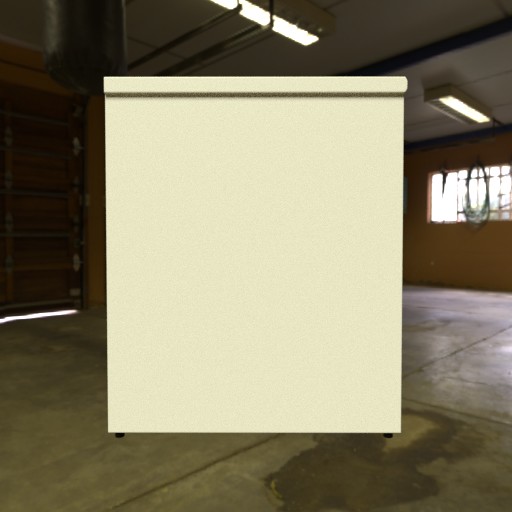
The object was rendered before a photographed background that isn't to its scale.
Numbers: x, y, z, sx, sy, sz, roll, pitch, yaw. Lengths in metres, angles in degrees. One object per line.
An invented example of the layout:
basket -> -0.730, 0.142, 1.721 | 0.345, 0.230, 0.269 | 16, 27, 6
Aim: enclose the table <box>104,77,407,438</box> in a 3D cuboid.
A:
table -> 0.000, 0.000, 0.770 | 0.380, 0.460, 0.420 | 0, 2, 0
